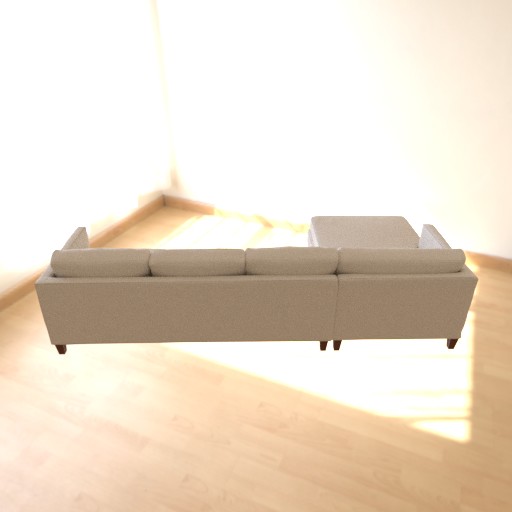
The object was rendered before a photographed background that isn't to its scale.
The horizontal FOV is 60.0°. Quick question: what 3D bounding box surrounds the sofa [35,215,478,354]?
[{"bbox_3d":[0.000,0.000,3.969,3.186,0.846,1.625,-1,30,-1],"label":"sofa"}]
